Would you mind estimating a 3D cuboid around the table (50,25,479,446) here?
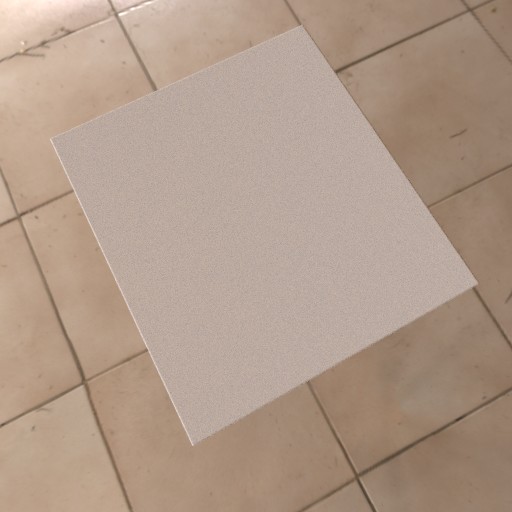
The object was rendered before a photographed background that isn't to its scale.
[{"bbox_3d":[0.000,0.000,0.771,0.380,0.460,0.420,-27,77,-7],"label":"table"}]
